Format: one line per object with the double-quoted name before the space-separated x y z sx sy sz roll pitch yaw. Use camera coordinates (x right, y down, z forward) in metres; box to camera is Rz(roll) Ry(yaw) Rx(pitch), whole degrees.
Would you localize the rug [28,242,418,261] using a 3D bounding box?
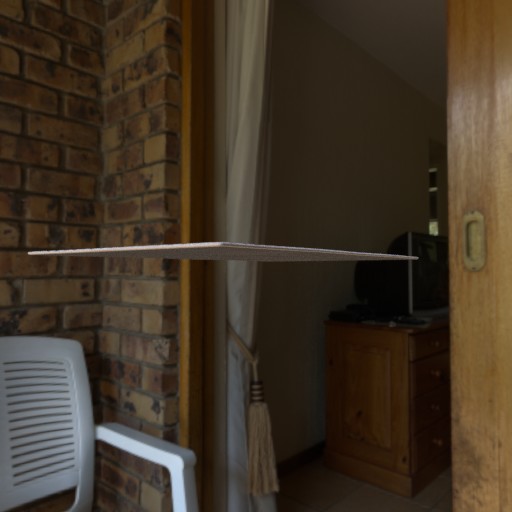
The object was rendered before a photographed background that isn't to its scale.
"rug" 0.000 0.000 3.129 1.521 0.023 2.464 -1 -2 37
